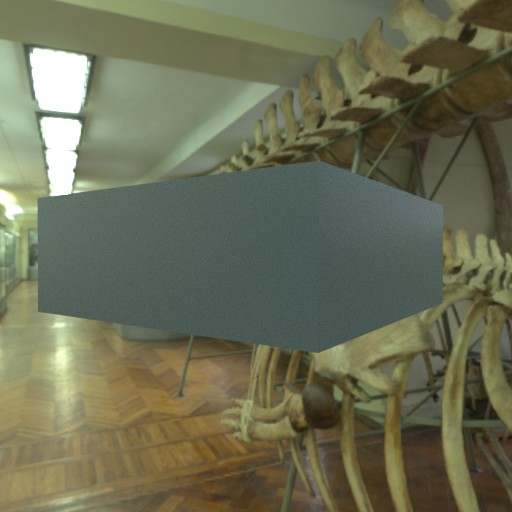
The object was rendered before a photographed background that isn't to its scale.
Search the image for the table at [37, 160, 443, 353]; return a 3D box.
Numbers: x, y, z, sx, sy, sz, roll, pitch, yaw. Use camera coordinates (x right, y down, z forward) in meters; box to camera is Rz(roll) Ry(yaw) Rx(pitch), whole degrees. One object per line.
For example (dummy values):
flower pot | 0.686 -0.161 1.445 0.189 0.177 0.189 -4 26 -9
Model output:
table | 0.000 0.000 1.229 0.801 0.299 0.801 0 1 35
